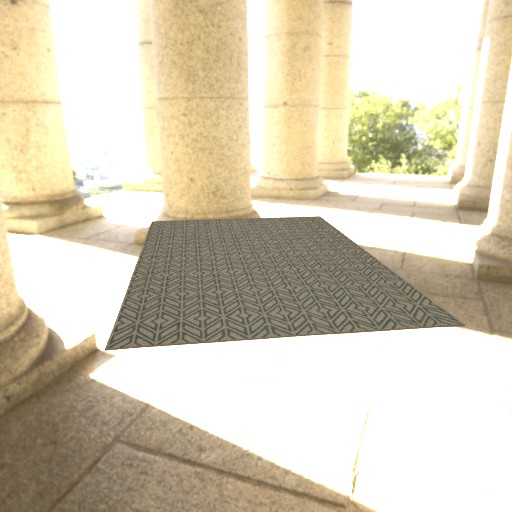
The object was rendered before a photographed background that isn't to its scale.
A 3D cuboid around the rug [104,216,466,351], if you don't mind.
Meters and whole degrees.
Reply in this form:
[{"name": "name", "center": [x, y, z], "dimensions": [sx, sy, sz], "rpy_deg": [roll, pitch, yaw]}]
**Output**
[{"name": "rug", "center": [0.000, 0.000, 2.328], "dimensions": [1.220, 0.007, 1.828], "rpy_deg": [-2, 17, -8]}]
